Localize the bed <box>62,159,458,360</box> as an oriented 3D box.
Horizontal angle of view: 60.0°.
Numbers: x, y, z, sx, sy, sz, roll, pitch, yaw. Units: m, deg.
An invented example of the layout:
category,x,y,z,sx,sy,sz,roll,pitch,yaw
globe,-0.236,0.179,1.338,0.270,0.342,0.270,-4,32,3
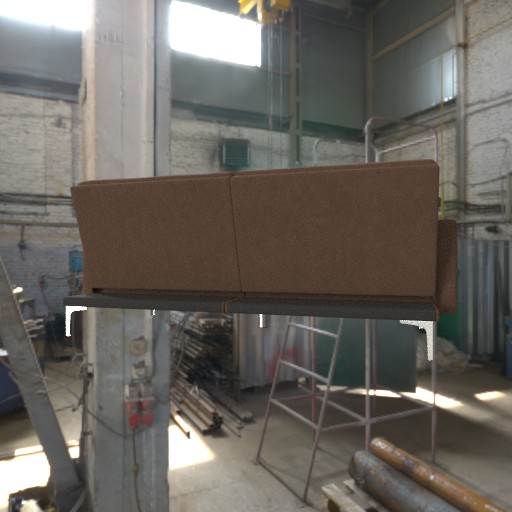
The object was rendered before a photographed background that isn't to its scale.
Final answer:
category,x,y,z,sx,sy,sz,roll,pitch,yaw
bed,0.000,0.000,2.332,1.905,0.787,0.889,0,0,18
